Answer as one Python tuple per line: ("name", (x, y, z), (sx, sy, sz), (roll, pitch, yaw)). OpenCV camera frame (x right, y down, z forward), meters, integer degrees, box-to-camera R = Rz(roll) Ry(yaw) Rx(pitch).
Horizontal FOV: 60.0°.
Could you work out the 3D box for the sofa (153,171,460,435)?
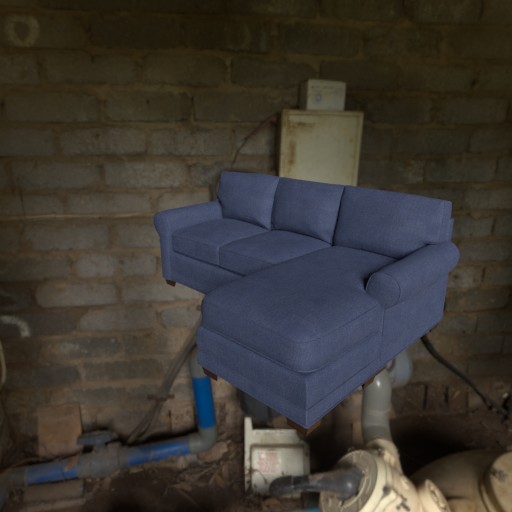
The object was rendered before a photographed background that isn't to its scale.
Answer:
("sofa", (0.000, 0.000, 3.525), (2.567, 1.063, 1.780), (17, 25, 41))
